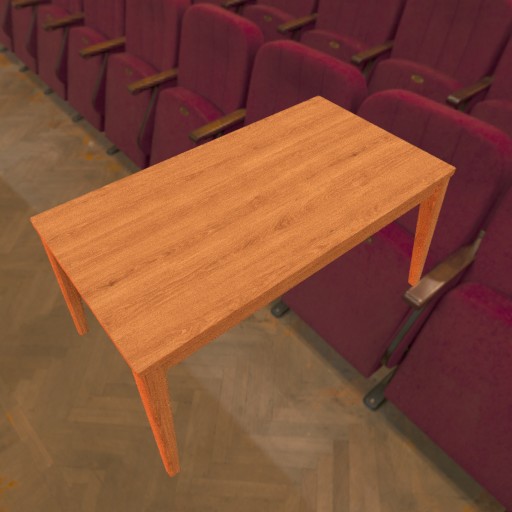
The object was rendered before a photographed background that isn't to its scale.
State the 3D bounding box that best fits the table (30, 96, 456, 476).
[{"bbox_3d":[0.000,0.000,2.069,1.600,0.760,0.900,-31,54,-26],"label":"table"}]
